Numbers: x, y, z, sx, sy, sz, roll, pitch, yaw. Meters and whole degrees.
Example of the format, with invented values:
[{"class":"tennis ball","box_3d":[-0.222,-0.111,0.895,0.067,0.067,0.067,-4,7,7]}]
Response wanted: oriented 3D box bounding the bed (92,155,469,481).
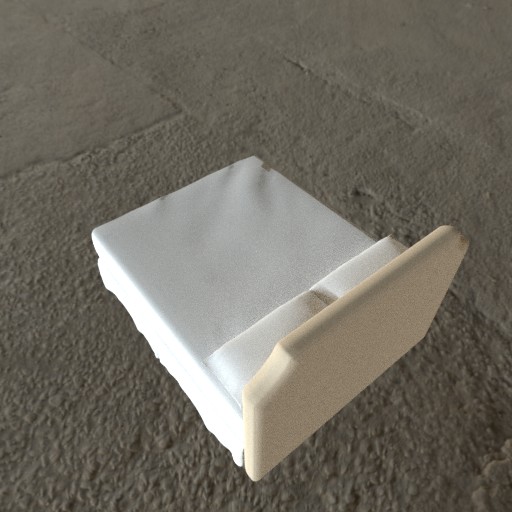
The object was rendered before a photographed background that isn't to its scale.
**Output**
[{"class":"bed","box_3d":[0.000,0.000,3.875,2.134,1.524,2.548,-30,54,-26]}]
